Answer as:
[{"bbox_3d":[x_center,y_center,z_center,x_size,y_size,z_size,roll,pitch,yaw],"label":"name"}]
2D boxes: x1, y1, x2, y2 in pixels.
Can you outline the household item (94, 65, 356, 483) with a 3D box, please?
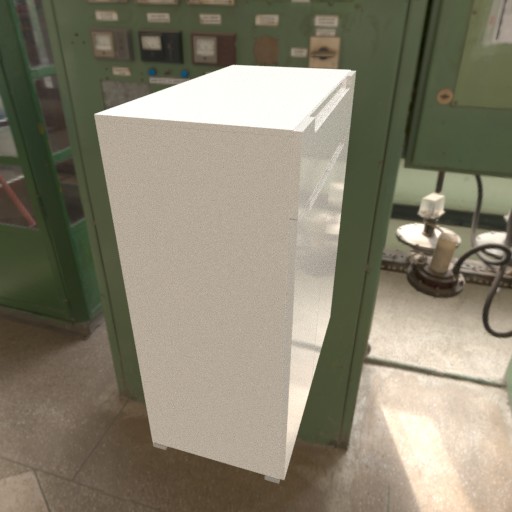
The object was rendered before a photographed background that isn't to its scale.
[{"bbox_3d":[0.000,0.000,1.399,0.420,1.010,0.790,9,31,15],"label":"household item"}]
